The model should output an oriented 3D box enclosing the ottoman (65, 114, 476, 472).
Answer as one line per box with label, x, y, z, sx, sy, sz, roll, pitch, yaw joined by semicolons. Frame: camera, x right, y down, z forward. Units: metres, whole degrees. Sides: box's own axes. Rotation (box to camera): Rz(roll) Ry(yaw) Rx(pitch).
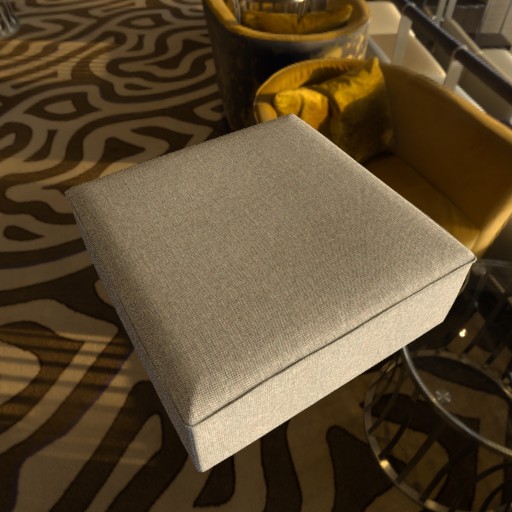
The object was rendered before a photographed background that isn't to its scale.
ottoman;0.000;0.000;1.592;1.017;0.423;1.023;-24;52;-20
